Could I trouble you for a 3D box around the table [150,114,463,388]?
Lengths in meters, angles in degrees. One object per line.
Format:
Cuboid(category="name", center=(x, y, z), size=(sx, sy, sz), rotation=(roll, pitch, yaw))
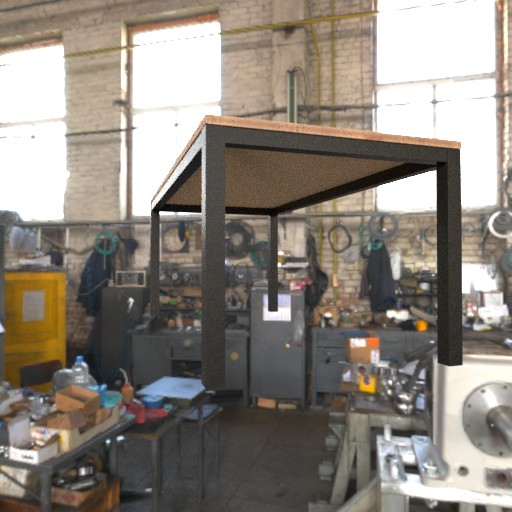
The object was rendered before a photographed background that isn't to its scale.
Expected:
Cuboid(category="table", center=(0.000, 0.000, 2.232), size=(0.893, 0.767, 1.805), rotation=(0, -1, -18))
